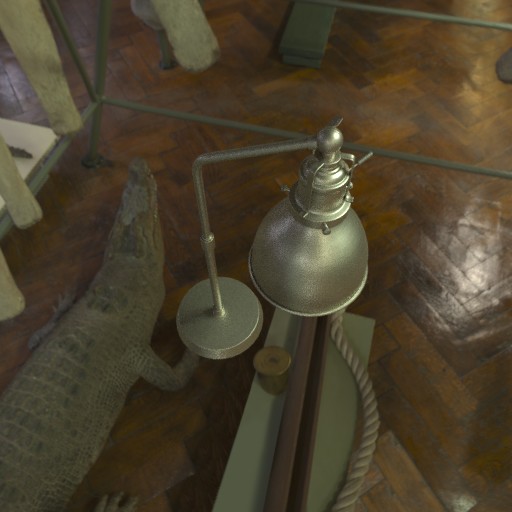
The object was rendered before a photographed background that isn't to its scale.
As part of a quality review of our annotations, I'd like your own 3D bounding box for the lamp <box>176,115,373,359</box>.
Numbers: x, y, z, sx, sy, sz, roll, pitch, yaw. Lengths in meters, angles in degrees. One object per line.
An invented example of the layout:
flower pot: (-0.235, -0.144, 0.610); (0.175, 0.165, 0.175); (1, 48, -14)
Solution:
lamp: (0.000, 0.000, 0.582); (0.286, 0.456, 0.153); (14, 58, 9)
